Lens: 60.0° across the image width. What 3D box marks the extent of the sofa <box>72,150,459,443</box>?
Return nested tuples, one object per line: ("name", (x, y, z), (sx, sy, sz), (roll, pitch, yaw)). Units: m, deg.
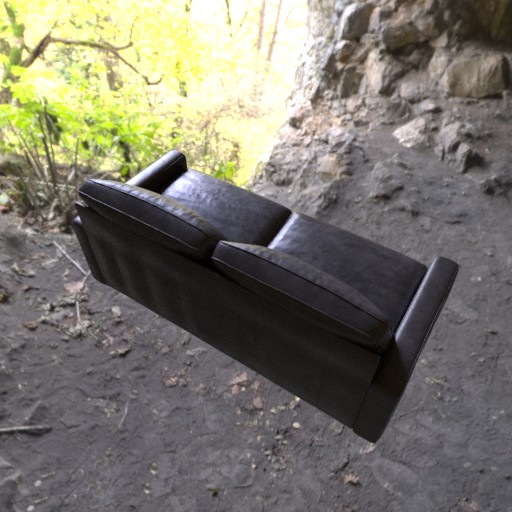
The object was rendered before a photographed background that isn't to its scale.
("sofa", (0.000, 0.000, 2.610), (2.081, 0.916, 0.939), (25, 51, 22))
